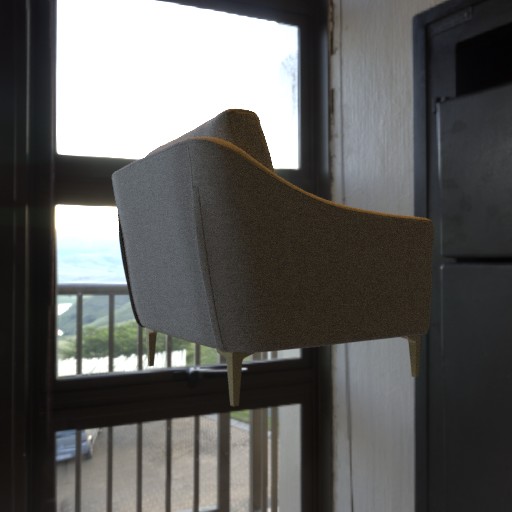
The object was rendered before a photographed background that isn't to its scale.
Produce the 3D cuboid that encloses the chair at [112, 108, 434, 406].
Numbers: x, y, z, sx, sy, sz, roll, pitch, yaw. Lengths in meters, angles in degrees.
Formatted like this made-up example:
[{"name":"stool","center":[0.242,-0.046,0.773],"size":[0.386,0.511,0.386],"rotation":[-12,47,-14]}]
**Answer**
[{"name":"chair","center":[0.000,0.000,1.759],"size":[0.961,0.902,0.986],"rotation":[1,-1,-36]}]
